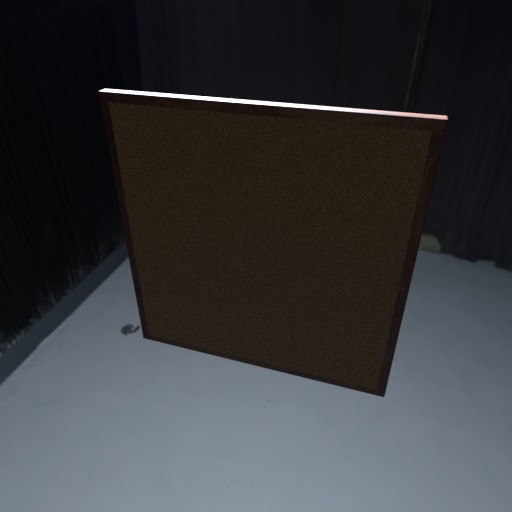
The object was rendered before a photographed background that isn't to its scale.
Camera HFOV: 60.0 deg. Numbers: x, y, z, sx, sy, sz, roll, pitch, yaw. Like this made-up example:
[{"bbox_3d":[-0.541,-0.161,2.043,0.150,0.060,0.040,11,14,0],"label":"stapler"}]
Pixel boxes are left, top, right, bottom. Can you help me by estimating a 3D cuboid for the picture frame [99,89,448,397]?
[{"bbox_3d":[0.000,0.000,1.213,0.810,0.817,0.029,10,34,15],"label":"picture frame"}]
